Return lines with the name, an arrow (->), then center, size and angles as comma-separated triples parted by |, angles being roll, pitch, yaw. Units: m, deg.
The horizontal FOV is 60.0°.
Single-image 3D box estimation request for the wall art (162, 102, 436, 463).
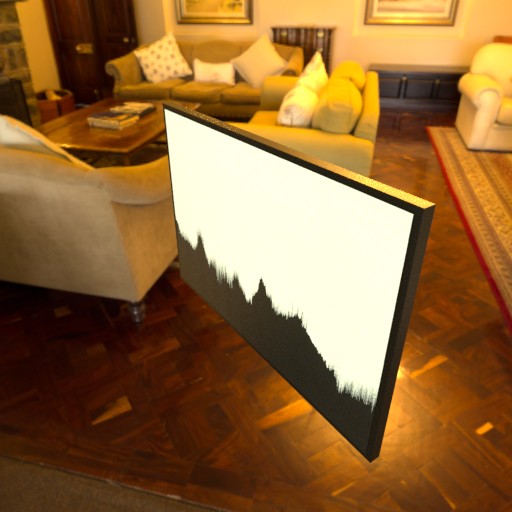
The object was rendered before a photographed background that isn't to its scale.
wall art -> 0.000, 0.000, 0.831 | 0.022, 0.446, 0.659 | -20, 36, -30
